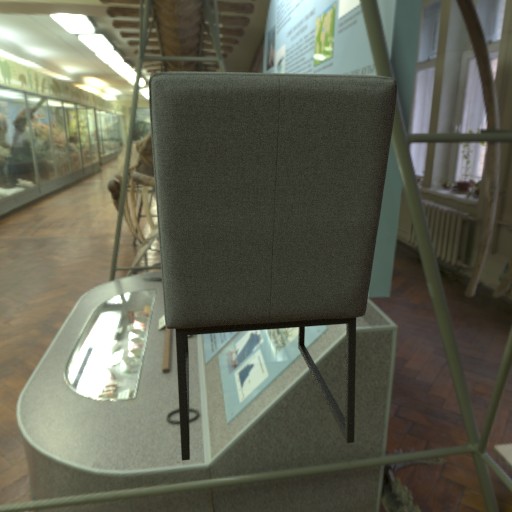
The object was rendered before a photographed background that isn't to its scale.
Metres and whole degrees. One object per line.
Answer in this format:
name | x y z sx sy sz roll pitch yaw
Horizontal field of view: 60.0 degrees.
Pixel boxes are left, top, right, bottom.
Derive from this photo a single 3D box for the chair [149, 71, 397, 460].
chair | 0.000 0.000 1.288 0.520 0.930 0.634 -2 16 -8
